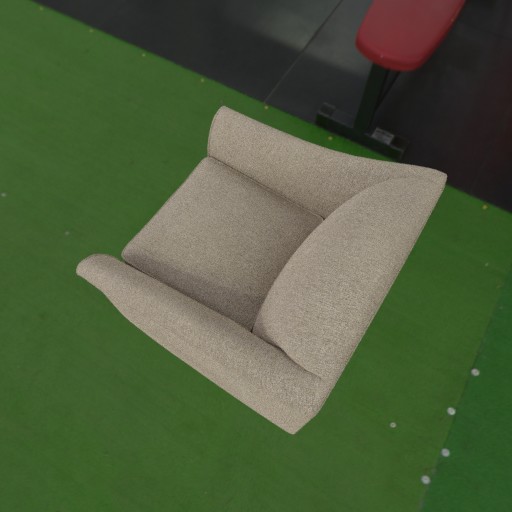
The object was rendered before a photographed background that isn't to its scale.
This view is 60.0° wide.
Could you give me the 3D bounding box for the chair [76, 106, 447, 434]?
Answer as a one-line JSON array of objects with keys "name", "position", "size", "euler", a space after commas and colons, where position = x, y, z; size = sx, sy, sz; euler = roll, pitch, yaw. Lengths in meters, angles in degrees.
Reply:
[{"name": "chair", "position": [0.000, 0.000, 1.435], "size": [0.787, 0.839, 0.763], "euler": [30, 68, 14]}]
